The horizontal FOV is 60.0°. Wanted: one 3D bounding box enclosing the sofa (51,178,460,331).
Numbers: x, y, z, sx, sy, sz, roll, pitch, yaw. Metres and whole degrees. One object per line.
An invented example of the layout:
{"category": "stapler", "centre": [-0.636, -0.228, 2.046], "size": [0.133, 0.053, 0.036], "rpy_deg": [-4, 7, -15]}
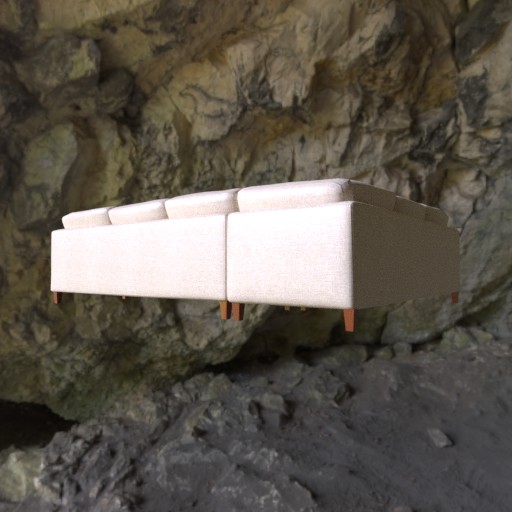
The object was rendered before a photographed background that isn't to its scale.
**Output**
{"category": "sofa", "centre": [0.000, 0.000, 4.457], "size": [3.302, 0.947, 2.593], "rpy_deg": [-1, -2, 37]}
